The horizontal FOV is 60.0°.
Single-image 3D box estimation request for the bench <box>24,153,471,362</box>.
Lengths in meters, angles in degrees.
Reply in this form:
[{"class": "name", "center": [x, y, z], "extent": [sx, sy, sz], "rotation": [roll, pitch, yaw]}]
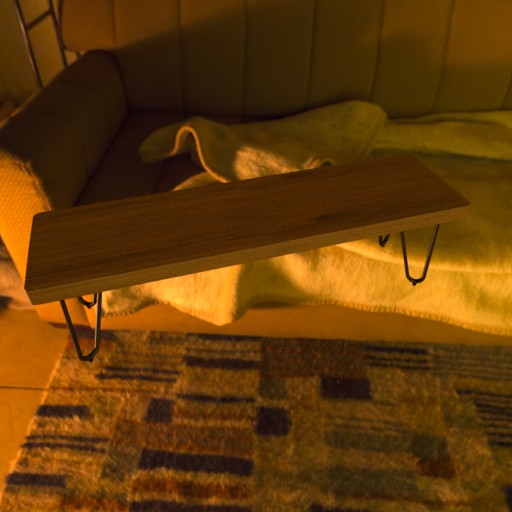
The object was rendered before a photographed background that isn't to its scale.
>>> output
[{"class": "bench", "center": [0.000, 0.000, 1.785], "extent": [1.570, 0.462, 0.425], "rotation": [-11, 42, -13]}]
